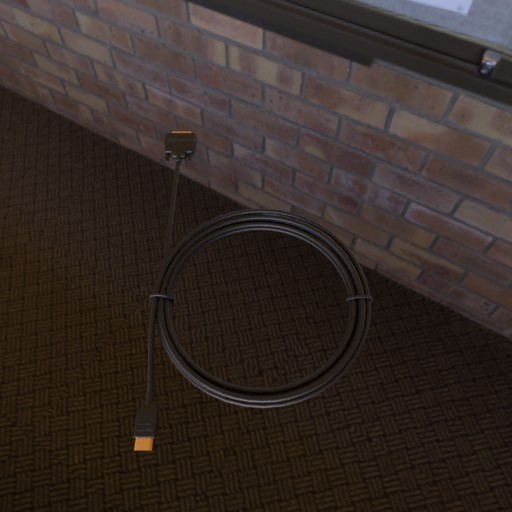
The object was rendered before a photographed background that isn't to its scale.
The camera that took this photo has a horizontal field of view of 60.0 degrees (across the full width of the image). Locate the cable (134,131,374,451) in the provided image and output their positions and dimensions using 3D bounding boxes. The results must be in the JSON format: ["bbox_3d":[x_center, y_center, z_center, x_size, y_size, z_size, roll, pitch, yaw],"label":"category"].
[{"bbox_3d":[0.000,0.000,0.518,0.257,0.030,0.422,0,58,0],"label":"cable"}]
